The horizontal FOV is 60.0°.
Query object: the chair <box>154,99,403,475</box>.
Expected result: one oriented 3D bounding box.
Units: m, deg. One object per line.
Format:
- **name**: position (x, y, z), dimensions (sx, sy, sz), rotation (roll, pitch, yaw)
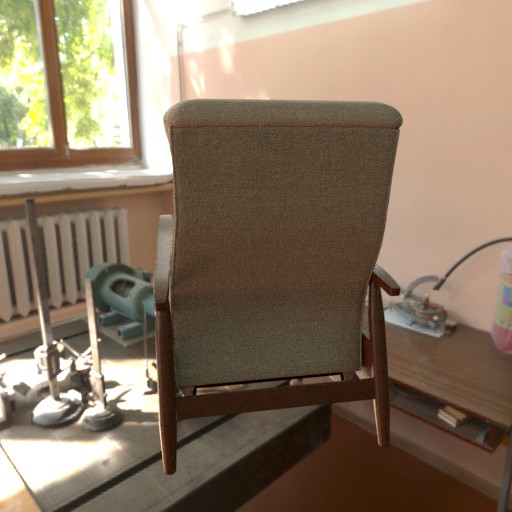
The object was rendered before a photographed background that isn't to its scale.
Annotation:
- **chair**: position (0.000, 0.000, 1.727), dimensions (0.762, 1.082, 1.014), rotation (-3, 15, -10)
